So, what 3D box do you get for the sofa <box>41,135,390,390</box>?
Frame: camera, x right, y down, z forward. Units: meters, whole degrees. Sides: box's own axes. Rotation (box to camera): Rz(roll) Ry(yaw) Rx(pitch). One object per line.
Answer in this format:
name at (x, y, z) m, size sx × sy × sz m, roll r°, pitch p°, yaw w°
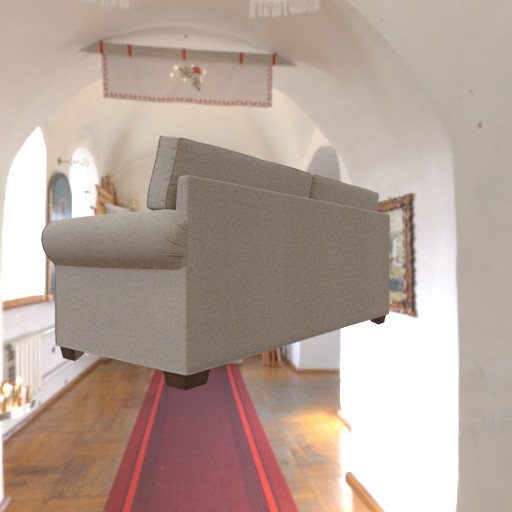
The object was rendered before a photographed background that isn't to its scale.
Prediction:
sofa at (0.000, 0.000, 2.628) m, size 0.901 × 0.962 × 2.146 m, roll 0°, pitch 1°, yaw 37°
